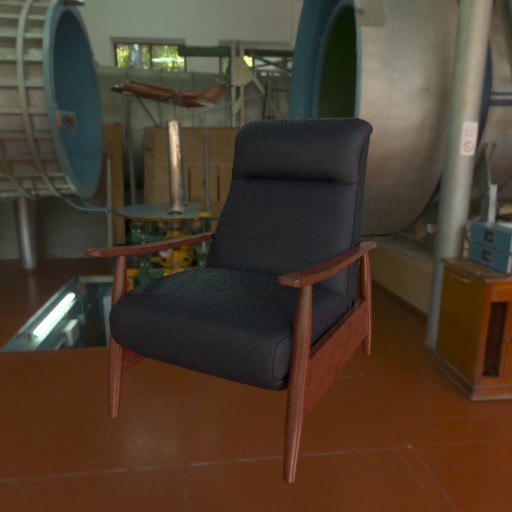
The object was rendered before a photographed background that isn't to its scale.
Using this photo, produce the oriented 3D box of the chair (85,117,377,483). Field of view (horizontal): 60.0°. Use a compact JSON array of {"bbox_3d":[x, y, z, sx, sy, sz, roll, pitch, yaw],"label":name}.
[{"bbox_3d":[0.000,0.000,1.742,0.762,1.082,1.014,7,15,27],"label":"chair"}]
